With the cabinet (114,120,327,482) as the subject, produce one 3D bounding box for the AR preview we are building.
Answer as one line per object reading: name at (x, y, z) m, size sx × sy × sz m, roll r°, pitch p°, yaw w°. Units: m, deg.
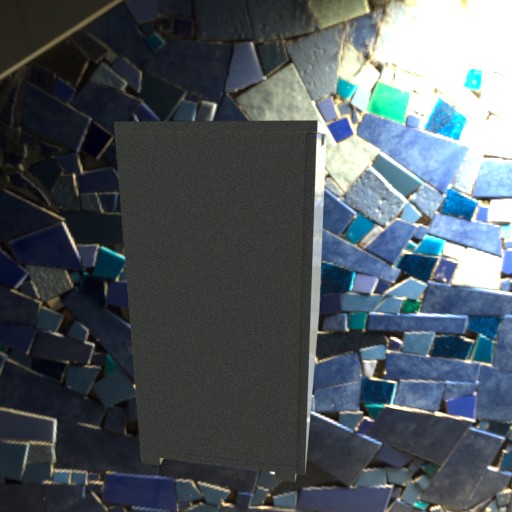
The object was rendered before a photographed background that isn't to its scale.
cabinet at (0.000, 0.000, 1.423) m, size 0.400 × 0.800 × 1.000 m, roll 3°, pitch 15°, yaw 9°
